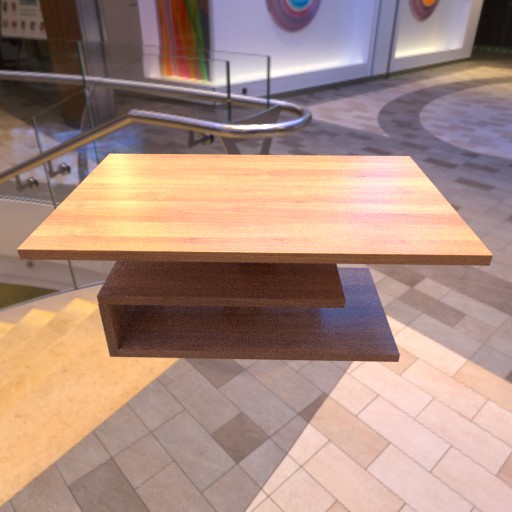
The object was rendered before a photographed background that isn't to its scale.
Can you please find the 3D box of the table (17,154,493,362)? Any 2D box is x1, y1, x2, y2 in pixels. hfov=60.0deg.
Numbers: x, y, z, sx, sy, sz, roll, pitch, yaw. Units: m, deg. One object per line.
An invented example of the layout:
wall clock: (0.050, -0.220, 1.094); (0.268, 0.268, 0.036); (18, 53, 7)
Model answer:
table: (0.000, 0.000, 1.436); (1.100, 0.442, 0.700); (1, 31, 1)
